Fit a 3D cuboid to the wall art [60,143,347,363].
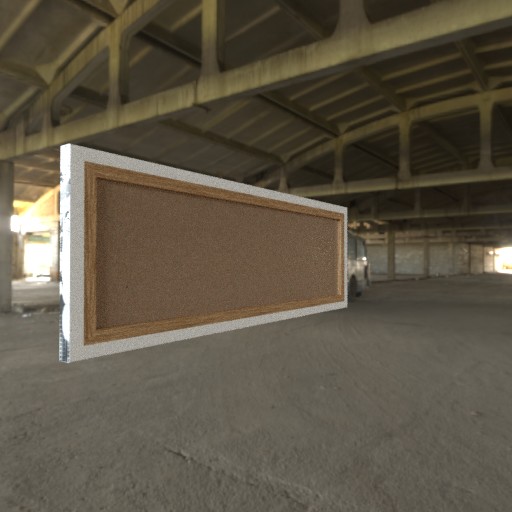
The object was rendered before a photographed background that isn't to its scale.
[{"bbox_3d":[0.000,0.000,1.650,0.044,0.507,1.520,0,-1,36],"label":"wall art"}]
